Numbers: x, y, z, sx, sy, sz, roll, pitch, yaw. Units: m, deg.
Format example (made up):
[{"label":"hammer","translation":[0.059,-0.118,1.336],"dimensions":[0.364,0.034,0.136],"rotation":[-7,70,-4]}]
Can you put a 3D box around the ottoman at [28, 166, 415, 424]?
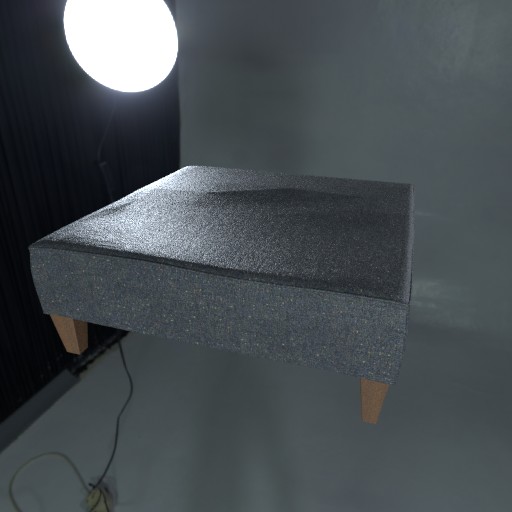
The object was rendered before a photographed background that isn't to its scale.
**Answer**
[{"label":"ottoman","translation":[0.000,0.000,1.536],"dimensions":[1.004,0.382,0.968],"rotation":[8,26,17]}]
